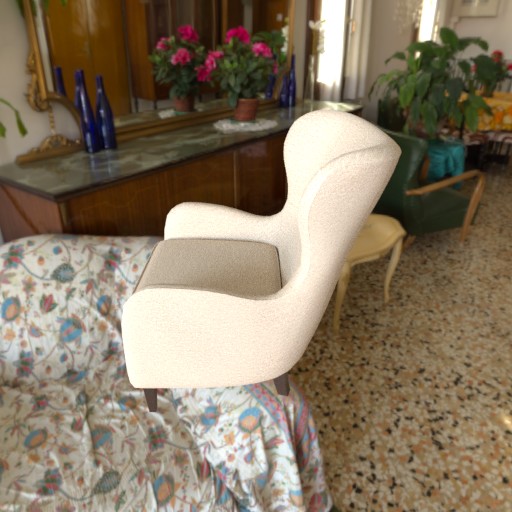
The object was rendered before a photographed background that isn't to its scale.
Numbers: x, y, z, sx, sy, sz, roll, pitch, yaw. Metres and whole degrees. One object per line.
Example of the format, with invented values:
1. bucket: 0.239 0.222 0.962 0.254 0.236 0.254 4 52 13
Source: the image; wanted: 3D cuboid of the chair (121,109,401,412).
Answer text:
1. chair: 0.000 0.000 1.850 0.984 1.064 0.861 0 27 0
